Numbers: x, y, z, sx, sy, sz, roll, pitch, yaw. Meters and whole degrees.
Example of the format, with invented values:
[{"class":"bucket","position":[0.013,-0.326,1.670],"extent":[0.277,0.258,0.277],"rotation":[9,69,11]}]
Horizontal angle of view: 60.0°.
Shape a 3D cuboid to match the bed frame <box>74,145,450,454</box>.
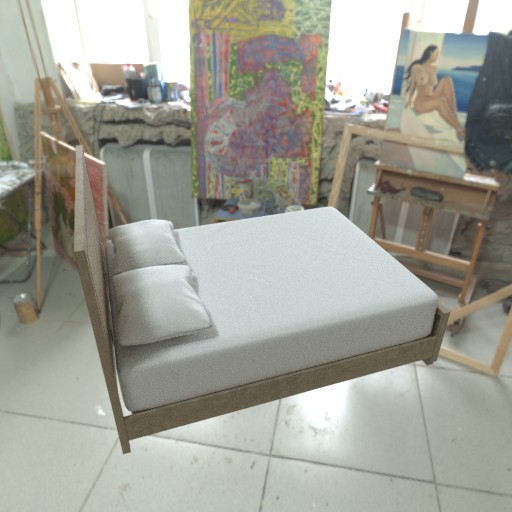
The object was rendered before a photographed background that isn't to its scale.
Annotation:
[{"class":"bed frame","position":[0.000,0.000,3.195],"extent":[2.189,1.369,1.606],"rotation":[-10,32,-16]}]
